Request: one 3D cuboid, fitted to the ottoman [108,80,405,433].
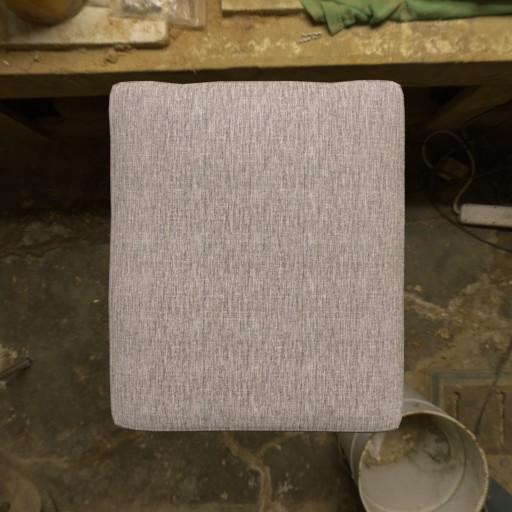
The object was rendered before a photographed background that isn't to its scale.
[{"bbox_3d":[0.000,0.000,1.431,0.839,0.492,0.994,0,91,1],"label":"ottoman"}]
